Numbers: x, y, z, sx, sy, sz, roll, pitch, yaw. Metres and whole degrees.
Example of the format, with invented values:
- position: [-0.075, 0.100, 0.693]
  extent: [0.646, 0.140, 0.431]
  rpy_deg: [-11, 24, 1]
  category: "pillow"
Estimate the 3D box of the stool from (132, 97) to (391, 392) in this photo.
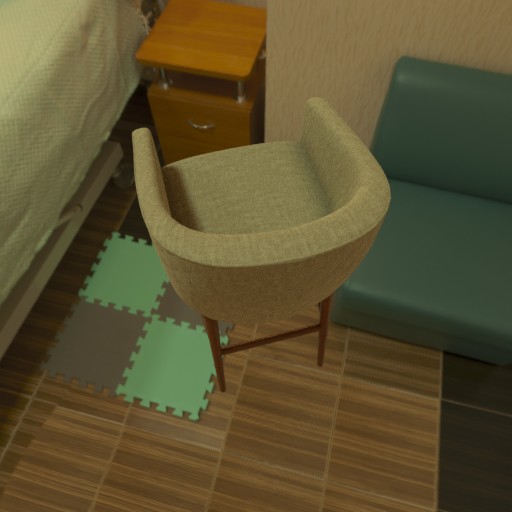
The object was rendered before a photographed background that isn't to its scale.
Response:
- position: [0.000, 0.000, 1.361]
  extent: [0.559, 0.952, 0.635]
  rpy_deg: [-13, 59, -8]
  category: "stool"
